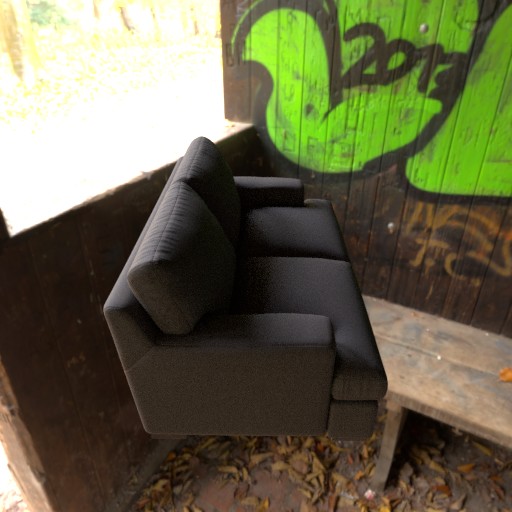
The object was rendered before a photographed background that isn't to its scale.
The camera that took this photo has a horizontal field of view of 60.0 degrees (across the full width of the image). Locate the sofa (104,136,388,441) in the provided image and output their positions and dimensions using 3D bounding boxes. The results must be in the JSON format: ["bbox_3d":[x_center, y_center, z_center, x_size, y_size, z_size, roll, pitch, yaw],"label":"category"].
[{"bbox_3d":[0.000,0.000,2.578,1.143,0.940,1.880,0,31,1],"label":"sofa"}]
